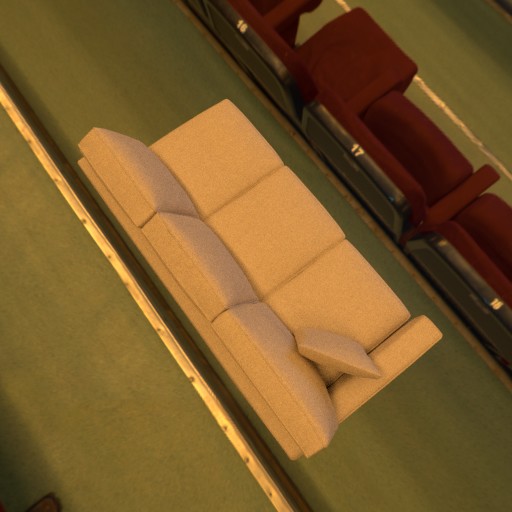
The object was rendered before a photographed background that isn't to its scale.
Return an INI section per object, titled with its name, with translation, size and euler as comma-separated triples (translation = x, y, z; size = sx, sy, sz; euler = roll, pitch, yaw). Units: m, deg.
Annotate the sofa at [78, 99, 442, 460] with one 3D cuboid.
[sofa]
translation = 0.000, 0.000, 2.598
size = 1.034, 0.946, 1.962
euler = -36, 77, -9
